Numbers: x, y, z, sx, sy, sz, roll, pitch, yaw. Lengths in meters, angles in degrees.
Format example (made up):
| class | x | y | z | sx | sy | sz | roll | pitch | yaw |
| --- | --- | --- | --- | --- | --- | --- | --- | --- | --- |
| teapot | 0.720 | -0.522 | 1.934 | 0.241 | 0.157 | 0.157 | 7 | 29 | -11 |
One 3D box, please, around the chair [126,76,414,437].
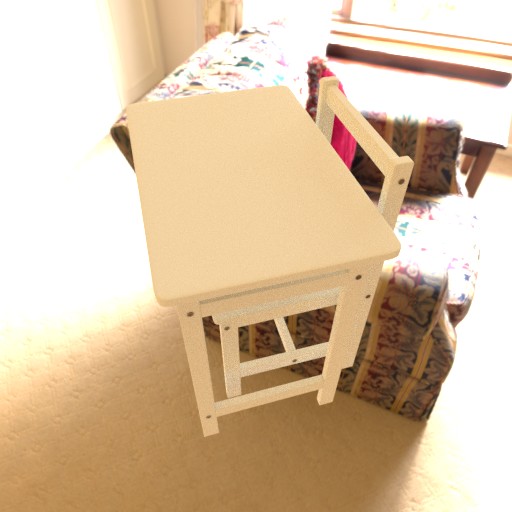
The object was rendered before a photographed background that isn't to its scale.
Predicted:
| class | x | y | z | sx | sy | sz | roll | pitch | yaw |
| --- | --- | --- | --- | --- | --- | --- | --- | --- | --- |
| chair | 0.000 | 0.000 | 1.060 | 0.461 | 0.673 | 0.599 | -11 | 47 | -11 |
